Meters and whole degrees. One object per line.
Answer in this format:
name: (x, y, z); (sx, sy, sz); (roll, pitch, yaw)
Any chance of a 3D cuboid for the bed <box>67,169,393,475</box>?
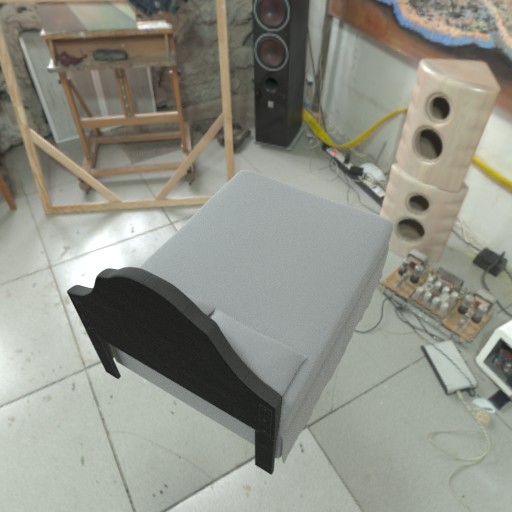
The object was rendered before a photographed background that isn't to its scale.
bed: (0.000, 0.000, 3.354); (1.636, 1.575, 2.155); (23, 51, 21)
